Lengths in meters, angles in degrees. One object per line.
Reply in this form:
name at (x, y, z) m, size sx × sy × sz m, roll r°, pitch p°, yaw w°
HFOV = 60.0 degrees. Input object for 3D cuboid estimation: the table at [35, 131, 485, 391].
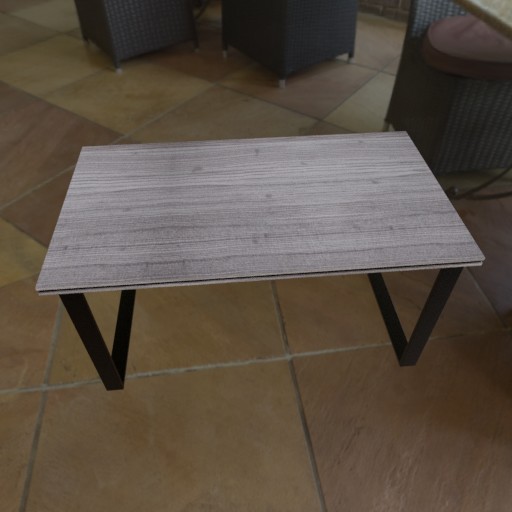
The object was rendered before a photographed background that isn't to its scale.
table at (0.000, 0.000, 2.116) m, size 1.579 × 0.736 × 0.881 m, roll -4°, pitch 46°, yaw -4°
